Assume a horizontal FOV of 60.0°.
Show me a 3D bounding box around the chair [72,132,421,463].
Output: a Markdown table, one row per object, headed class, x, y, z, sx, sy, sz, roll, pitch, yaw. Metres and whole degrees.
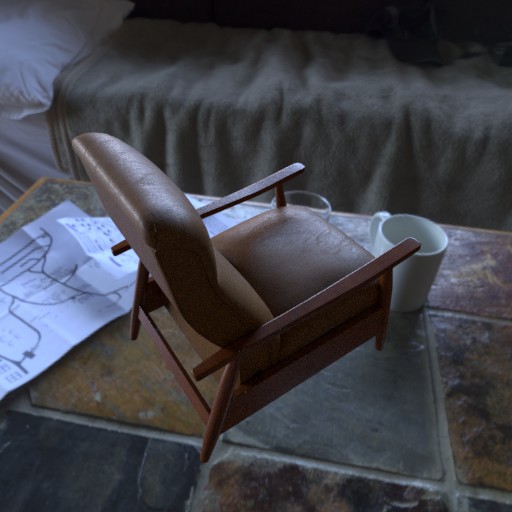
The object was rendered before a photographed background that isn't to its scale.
| class | x | y | z | sx | sy | sz | roll | pitch | yaw |
| --- | --- | --- | --- | --- | --- | --- | --- | --- | --- |
| chair | 0.000 | 0.000 | 1.755 | 1.014 | 1.082 | 0.762 | -24 | 46 | -25 |
